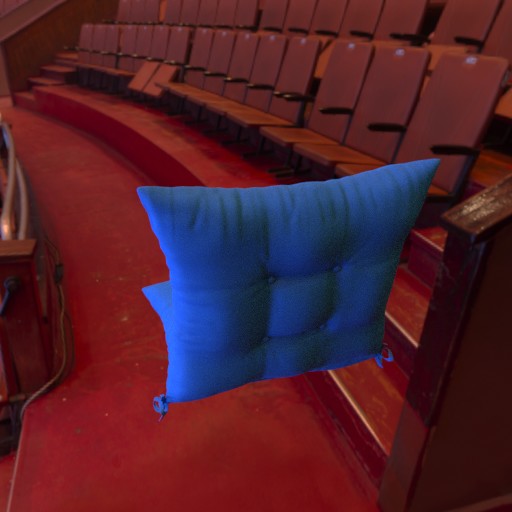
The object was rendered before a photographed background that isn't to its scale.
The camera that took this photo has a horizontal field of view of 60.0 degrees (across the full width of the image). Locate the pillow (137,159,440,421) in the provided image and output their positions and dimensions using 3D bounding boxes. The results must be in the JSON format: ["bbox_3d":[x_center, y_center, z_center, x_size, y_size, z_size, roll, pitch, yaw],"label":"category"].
[{"bbox_3d":[0.000,0.000,1.007,0.541,0.536,0.585,-9,29,-16],"label":"pillow"}]
